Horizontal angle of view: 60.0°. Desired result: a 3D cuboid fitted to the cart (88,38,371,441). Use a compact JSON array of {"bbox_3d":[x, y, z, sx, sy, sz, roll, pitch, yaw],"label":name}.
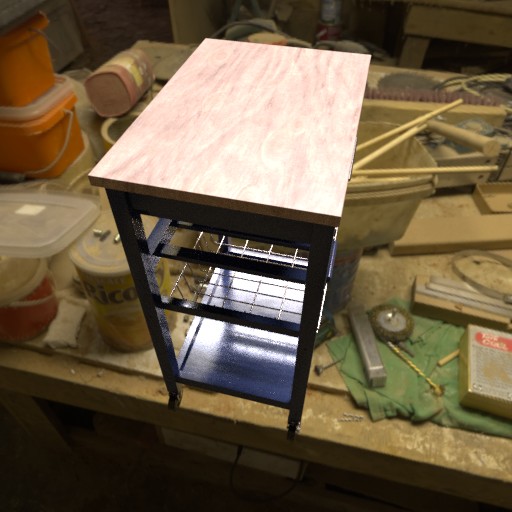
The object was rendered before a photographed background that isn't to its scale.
[{"bbox_3d":[0.000,0.000,1.154,0.403,0.839,0.584,10,47,10],"label":"cart"}]
